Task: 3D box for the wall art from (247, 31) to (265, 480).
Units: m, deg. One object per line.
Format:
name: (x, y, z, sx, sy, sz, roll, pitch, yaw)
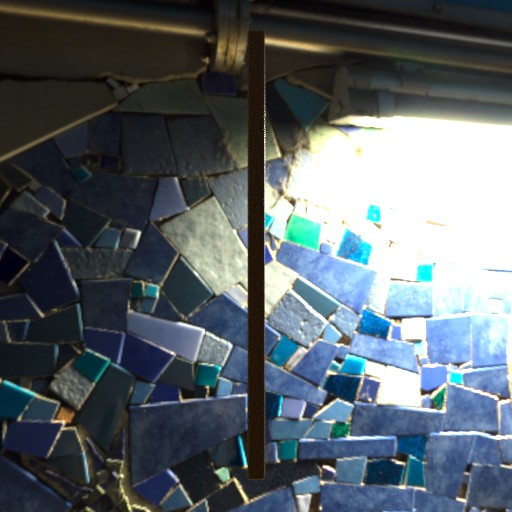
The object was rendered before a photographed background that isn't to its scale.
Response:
wall art: (0.000, 0.000, 0.766, 0.021, 0.550, 0.449, 0, -1, 0)
